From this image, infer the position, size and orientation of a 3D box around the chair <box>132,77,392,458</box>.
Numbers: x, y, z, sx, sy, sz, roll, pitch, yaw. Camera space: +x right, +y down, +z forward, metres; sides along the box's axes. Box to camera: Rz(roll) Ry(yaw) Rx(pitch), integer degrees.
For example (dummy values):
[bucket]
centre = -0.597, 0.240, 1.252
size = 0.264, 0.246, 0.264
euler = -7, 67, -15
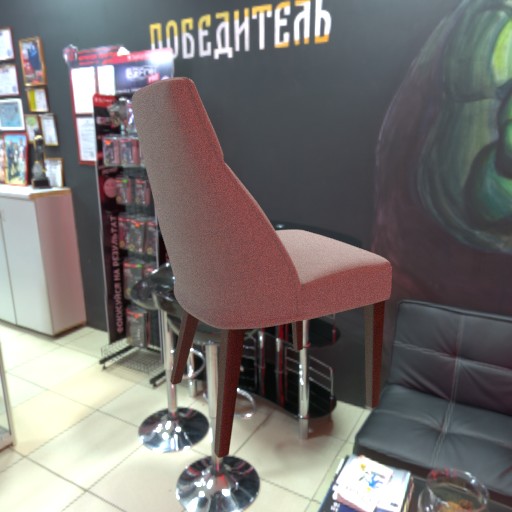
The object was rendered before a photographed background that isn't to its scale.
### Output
[chair]
centre = 0.000, 0.000, 1.302
size = 0.620, 0.930, 0.500
euler = -8, 17, -26
